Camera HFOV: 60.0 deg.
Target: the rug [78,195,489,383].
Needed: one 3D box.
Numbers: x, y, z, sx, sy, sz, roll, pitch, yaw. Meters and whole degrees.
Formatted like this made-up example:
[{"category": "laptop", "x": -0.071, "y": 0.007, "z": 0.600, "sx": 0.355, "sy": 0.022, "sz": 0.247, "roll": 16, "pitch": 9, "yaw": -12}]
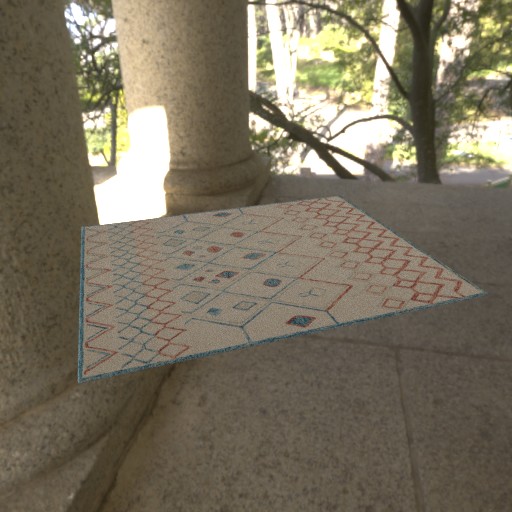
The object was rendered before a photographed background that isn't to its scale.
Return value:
[{"category": "rug", "x": 0.000, "y": 0.000, "z": 4.080, "sx": 3.050, "sy": 0.016, "sz": 2.441, "roll": -9, "pitch": 29, "yaw": -17}]
